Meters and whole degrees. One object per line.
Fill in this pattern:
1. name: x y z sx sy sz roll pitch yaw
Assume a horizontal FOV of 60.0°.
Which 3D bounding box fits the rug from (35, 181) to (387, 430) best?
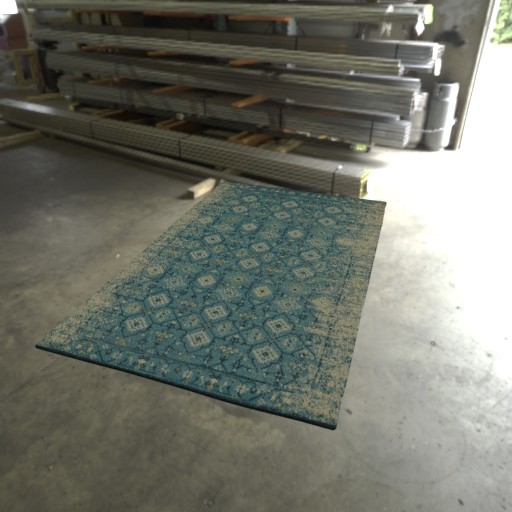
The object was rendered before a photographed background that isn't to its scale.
1. rug: 0.000 0.000 2.999 1.530 0.015 2.449 10 32 16
